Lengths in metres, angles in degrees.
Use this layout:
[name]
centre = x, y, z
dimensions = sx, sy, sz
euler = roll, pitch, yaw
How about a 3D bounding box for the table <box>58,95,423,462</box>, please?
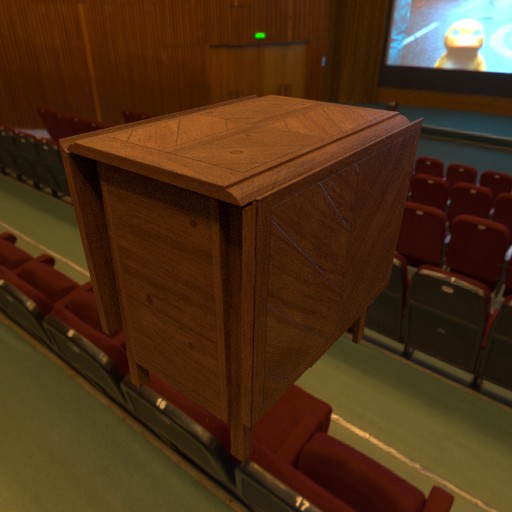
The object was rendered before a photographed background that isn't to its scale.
[table]
centre = 0.000, 0.000, 1.313
dimensions = 0.591, 0.763, 0.746
euler = 21, 36, 32
